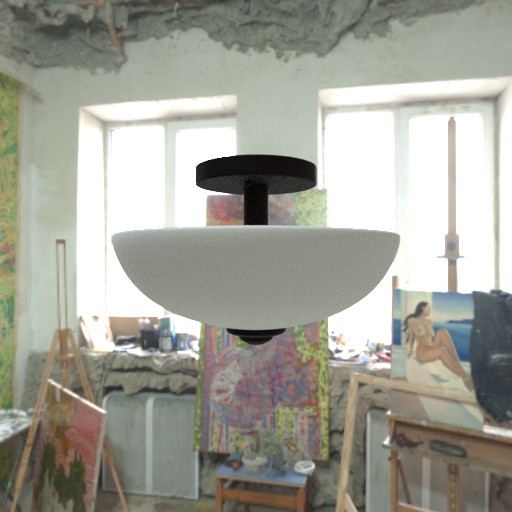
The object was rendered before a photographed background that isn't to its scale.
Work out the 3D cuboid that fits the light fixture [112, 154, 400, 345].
[{"bbox_3d":[0.000,0.000,0.534,0.331,0.212,0.331,0,-1,0],"label":"light fixture"}]
